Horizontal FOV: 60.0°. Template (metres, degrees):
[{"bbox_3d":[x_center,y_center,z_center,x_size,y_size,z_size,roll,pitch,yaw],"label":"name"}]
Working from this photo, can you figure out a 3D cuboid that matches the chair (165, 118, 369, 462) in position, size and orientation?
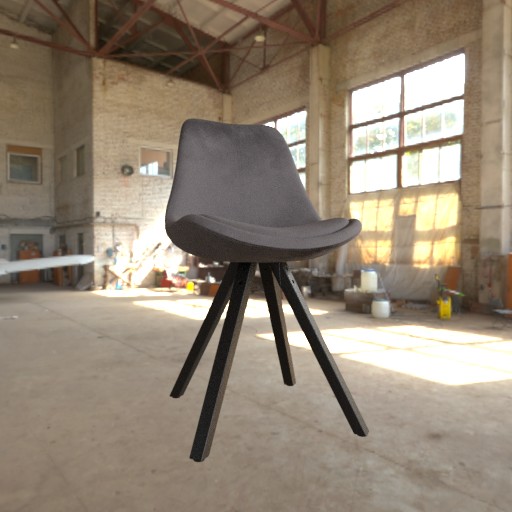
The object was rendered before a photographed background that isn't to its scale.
[{"bbox_3d":[0.000,0.000,1.190,0.476,0.850,0.550,0,1,-18],"label":"chair"}]
